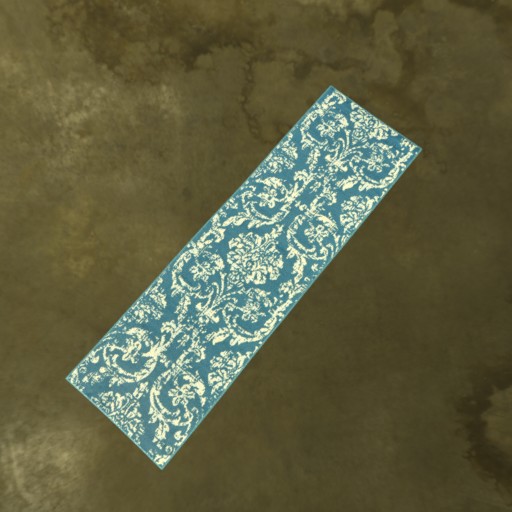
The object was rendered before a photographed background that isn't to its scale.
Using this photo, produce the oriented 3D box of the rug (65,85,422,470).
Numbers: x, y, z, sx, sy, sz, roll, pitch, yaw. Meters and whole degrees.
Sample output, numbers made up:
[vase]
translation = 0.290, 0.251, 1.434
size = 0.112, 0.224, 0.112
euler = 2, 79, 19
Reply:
[rug]
translation = 0.000, 0.000, 2.379
size = 0.662, 0.011, 2.196
euler = 39, 79, 9
